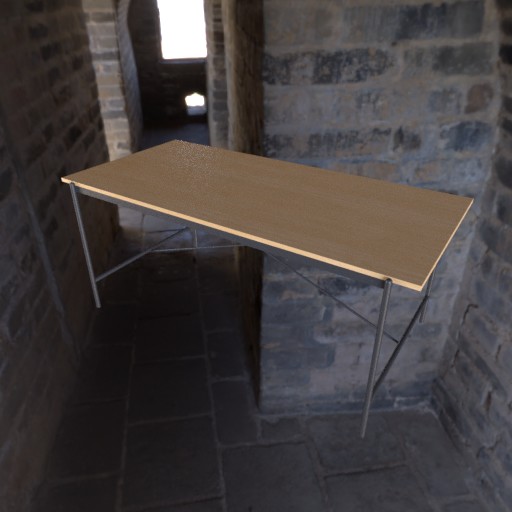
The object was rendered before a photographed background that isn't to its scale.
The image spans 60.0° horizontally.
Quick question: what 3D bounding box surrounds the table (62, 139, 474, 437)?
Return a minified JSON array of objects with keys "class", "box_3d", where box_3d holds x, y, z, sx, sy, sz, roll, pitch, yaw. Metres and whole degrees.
[{"class":"table","box_3d":[0.000,0.000,2.316,1.800,0.758,0.900,18,35,28]}]
